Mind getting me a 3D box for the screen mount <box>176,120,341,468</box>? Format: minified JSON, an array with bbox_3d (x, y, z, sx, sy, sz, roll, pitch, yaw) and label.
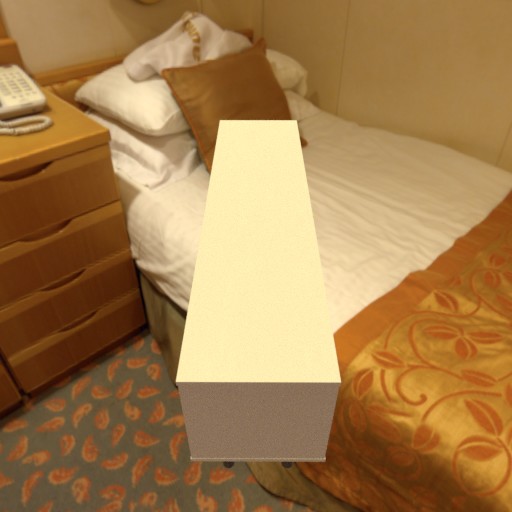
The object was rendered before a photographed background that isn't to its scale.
[{"bbox_3d":[0.000,0.000,1.855,0.418,0.520,1.600,0,39,0],"label":"screen mount"}]
